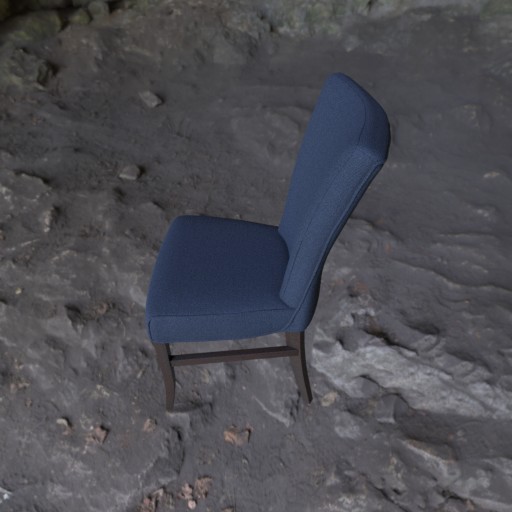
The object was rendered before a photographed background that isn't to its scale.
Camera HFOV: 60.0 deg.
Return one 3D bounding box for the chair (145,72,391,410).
[{"bbox_3d":[0.000,0.000,1.407,0.660,0.991,0.520,1,39,1],"label":"chair"}]
